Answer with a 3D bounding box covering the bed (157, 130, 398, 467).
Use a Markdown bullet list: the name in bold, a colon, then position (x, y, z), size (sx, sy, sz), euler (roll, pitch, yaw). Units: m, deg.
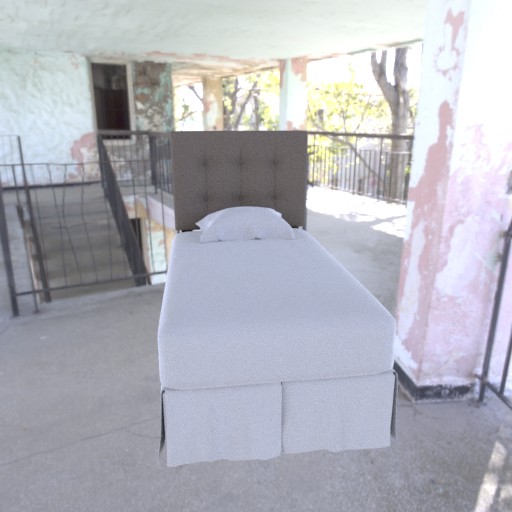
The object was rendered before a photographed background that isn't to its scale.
- **bed**: position (0.000, 0.000, 2.963), size (1.261, 1.571, 1.997), euler (-2, 17, -8)
